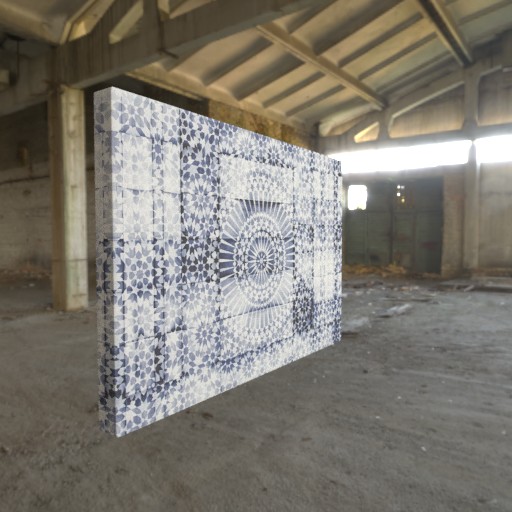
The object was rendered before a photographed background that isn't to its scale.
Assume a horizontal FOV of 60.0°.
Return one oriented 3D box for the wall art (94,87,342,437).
[{"bbox_3d":[0.000,0.000,1.147,0.057,0.608,0.911,2,3,36],"label":"wall art"}]
